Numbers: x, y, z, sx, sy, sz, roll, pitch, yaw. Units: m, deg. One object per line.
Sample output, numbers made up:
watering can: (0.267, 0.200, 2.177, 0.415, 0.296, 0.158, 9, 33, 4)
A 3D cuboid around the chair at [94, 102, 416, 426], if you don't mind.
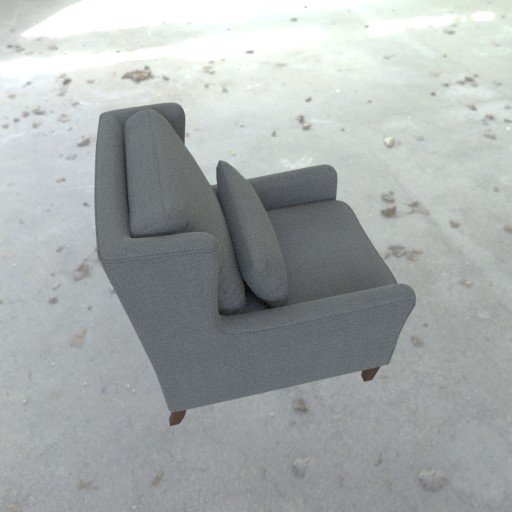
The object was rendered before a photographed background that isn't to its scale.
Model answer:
chair: (0.000, 0.000, 1.818, 1.040, 1.056, 0.866, -10, 46, -10)
